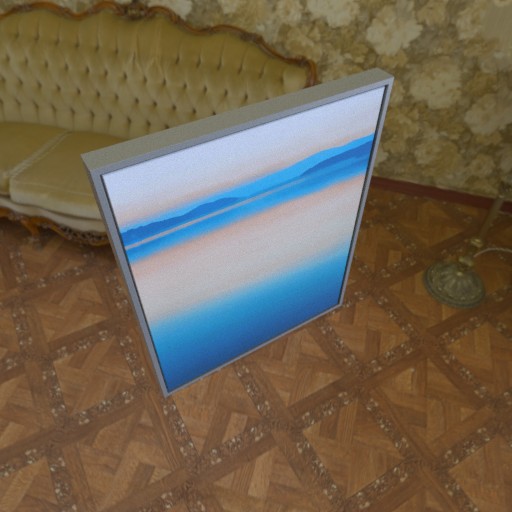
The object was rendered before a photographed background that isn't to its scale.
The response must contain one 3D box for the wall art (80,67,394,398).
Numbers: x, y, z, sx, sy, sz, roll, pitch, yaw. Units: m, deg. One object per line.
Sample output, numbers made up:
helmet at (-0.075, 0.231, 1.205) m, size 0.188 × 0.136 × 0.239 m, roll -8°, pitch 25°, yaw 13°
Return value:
wall art at (0.000, 0.000, 0.784) m, size 0.453 × 0.554 × 0.037 m, roll -24°, pitch 51°, yaw -21°
